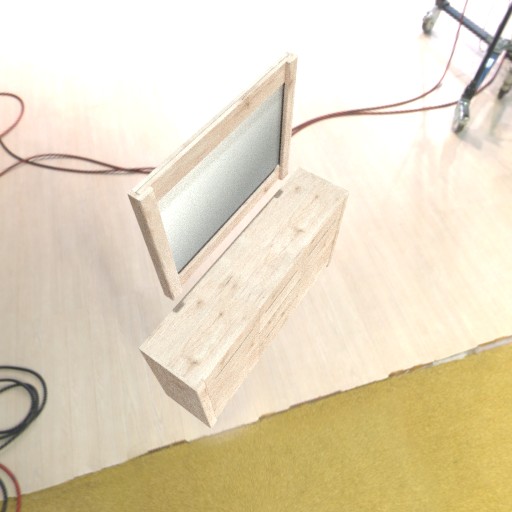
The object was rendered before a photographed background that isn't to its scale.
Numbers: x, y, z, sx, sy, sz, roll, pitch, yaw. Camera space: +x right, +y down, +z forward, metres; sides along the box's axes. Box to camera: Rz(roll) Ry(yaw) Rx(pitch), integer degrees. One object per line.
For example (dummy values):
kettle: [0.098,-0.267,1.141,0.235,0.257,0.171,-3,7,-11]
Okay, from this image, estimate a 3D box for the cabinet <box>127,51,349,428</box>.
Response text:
cabinet: [0.000,0.000,2.743,0.420,1.981,1.700,30,62,18]
